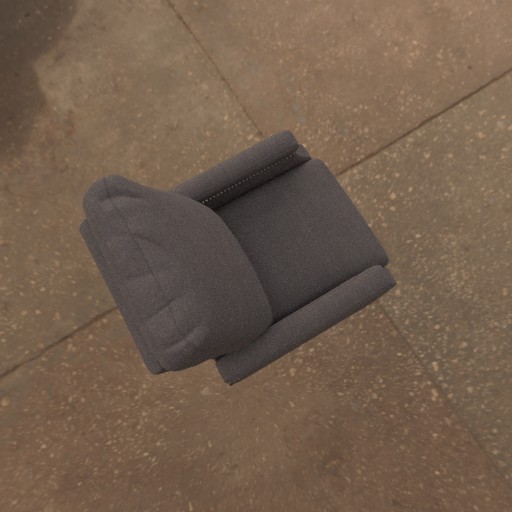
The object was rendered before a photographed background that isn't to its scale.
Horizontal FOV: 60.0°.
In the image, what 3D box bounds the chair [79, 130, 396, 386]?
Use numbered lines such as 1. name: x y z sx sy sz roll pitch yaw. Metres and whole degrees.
1. chair: 0.000 0.000 1.648 0.922 1.049 0.710 -29 76 -8
